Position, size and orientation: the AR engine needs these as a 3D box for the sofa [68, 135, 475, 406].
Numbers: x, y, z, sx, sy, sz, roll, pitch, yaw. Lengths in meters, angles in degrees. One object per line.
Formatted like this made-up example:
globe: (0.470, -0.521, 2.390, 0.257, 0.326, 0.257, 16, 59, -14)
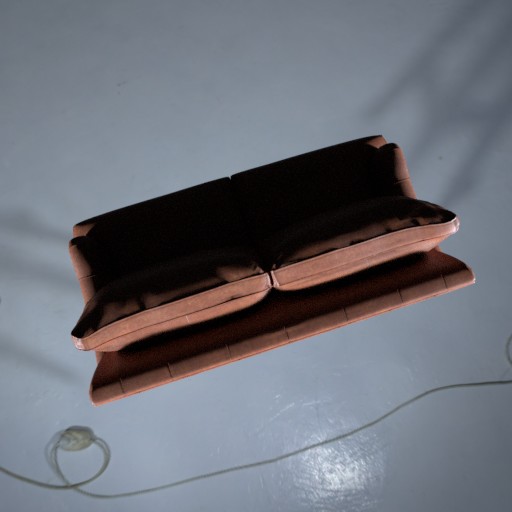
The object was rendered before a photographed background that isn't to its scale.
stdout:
sofa: (0.000, 0.000, 2.760, 2.144, 1.071, 1.147, -17, 78, -4)
